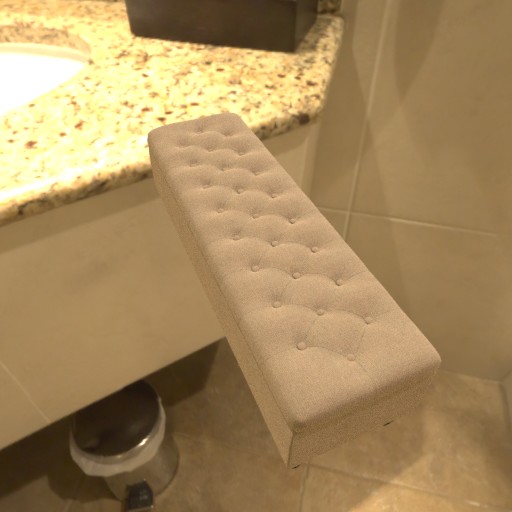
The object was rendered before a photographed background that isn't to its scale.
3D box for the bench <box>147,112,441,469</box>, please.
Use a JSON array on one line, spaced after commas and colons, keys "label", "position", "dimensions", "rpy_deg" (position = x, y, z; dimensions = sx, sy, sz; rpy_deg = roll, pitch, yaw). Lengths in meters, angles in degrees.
[{"label": "bench", "position": [0.000, 0.000, 1.720], "dimensions": [0.455, 0.467, 1.480], "rpy_deg": [-17, 48, -16]}]
